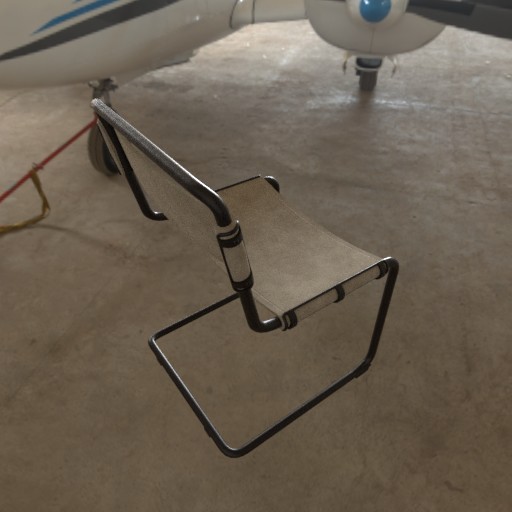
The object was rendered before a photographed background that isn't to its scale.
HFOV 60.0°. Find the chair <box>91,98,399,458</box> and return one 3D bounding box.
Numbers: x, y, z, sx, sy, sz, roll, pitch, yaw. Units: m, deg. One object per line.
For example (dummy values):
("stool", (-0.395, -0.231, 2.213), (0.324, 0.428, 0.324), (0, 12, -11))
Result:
("chair", (0.000, 0.000, 1.068), (0.497, 0.747, 0.499), (-25, 46, -27))
